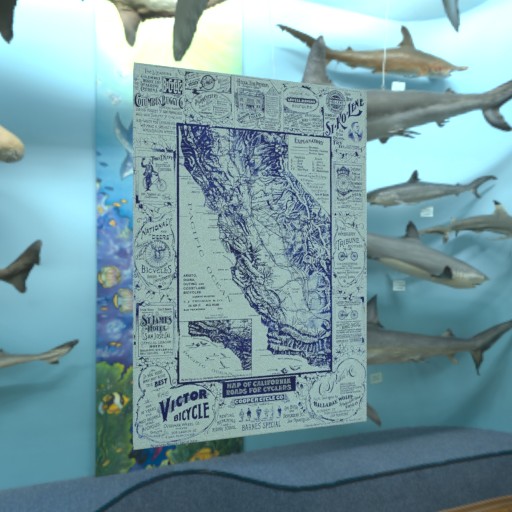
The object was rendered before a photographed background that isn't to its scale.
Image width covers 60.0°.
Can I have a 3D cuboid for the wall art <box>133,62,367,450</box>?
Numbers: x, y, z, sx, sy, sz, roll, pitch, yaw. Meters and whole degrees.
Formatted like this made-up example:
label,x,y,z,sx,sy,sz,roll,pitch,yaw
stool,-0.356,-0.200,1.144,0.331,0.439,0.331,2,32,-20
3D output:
label,x,y,z,sx,sy,sz,roll,pitch,yaw
wall art,0.000,0.000,0.478,0.255,0.376,0.025,0,0,-17
